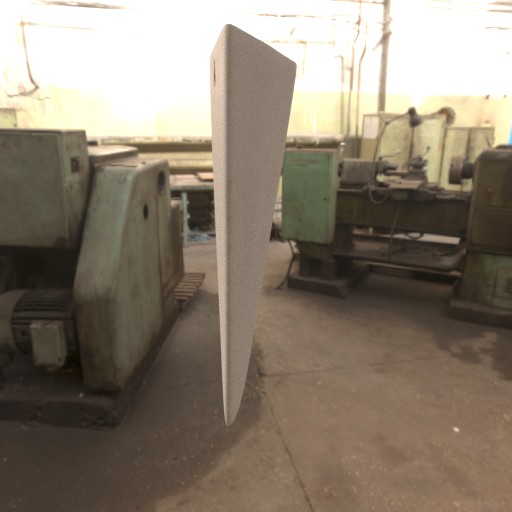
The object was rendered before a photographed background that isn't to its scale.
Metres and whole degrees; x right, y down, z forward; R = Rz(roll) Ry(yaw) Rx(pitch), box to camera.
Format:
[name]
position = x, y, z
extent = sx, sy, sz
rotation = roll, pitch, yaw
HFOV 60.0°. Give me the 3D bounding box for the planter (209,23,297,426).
[planter]
position = 0.000, 0.000, 0.386
extent = 0.065, 0.338, 0.143
rotation = -3, 16, -9
